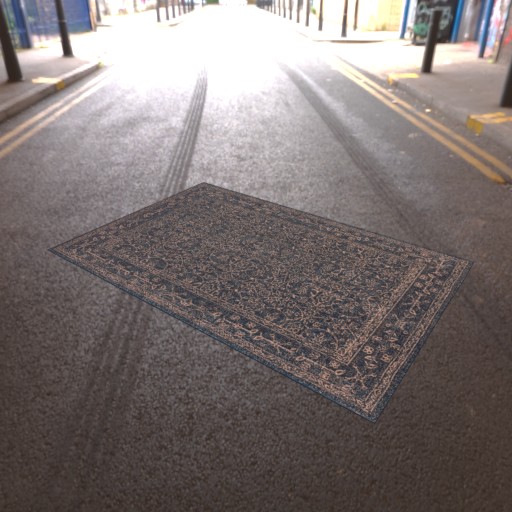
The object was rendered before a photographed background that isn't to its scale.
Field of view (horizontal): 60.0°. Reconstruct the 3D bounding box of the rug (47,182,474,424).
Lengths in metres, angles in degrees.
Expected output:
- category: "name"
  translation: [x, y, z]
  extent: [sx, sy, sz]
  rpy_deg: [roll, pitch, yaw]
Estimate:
- category: "rug"
  translation: [0.000, 0.000, 2.254]
  extent: [1.819, 0.005, 1.200]
  rpy_deg: [21, 36, 31]
